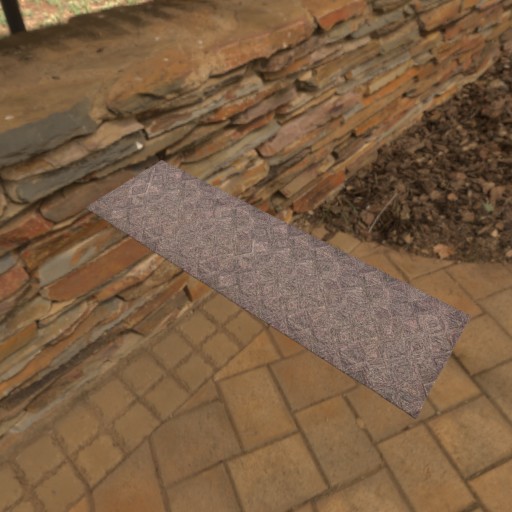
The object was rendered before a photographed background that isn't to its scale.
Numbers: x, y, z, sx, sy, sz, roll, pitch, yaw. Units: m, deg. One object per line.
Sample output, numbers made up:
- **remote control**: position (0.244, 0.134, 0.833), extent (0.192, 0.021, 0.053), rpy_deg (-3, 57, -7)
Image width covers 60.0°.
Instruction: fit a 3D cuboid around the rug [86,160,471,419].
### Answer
- **rug**: position (0.000, 0.000, 2.589), extent (2.296, 0.011, 0.691), rpy_deg (29, 53, 25)
